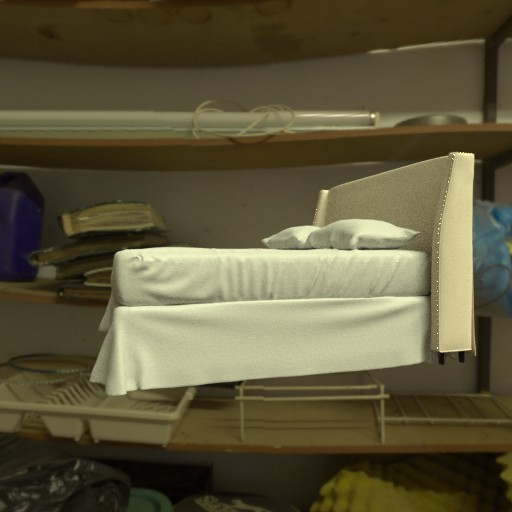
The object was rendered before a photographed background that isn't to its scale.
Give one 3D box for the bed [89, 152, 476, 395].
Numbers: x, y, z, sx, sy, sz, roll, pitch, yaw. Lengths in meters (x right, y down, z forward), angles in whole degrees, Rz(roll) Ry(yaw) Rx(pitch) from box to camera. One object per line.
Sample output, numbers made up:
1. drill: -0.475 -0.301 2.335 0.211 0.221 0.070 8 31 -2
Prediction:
1. bed: 0.000 0.000 3.314 2.276 1.332 1.925 0 1 -18
